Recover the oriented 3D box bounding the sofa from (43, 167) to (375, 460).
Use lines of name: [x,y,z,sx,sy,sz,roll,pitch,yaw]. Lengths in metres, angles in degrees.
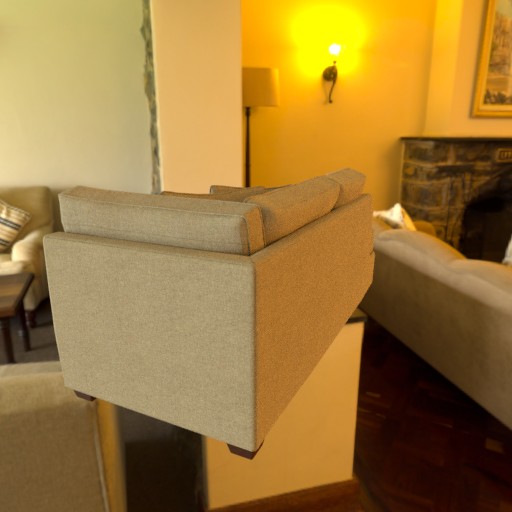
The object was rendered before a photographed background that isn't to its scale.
sofa: [0.000,0.000,2.780,1.110,1.019,2.238,7,17,25]
